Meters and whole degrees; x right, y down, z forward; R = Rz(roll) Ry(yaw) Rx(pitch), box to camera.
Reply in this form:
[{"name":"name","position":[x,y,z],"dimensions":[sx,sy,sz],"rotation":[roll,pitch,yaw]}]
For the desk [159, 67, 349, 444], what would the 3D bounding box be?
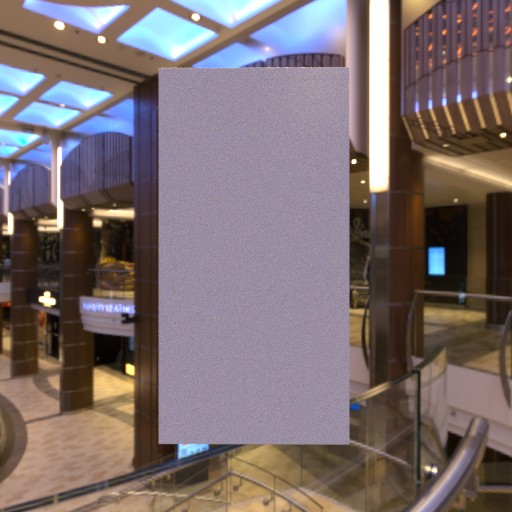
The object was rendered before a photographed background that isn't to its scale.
[{"name":"desk","position":[0.000,0.000,1.430],"dimensions":[0.400,0.790,1.000],"rotation":[0,0,1]}]
